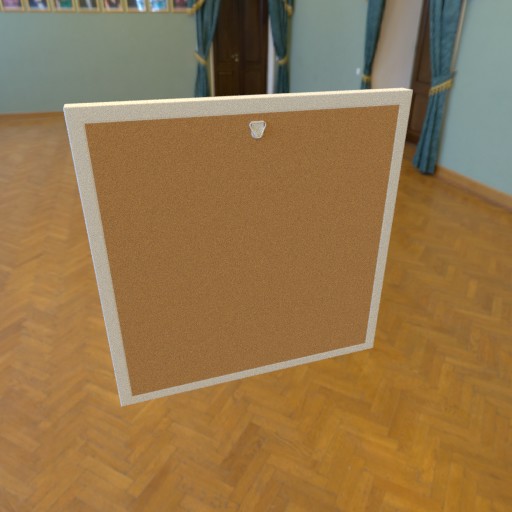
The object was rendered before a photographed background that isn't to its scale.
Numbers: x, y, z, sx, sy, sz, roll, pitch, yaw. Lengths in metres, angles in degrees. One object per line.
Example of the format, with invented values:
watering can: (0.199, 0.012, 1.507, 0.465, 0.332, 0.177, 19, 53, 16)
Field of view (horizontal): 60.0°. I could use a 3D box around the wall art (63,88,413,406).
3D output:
wall art: (0.000, 0.000, 1.115, 0.761, 0.762, 0.050, -9, 29, -16)
